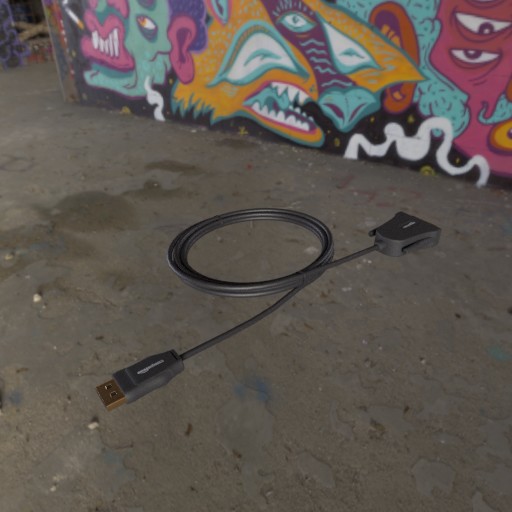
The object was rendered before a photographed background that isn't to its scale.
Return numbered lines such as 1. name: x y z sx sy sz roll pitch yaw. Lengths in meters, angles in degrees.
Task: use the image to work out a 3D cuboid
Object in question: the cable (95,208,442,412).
1. cable: 0.000 0.000 0.330 0.281 0.015 0.136 -22 38 -31
